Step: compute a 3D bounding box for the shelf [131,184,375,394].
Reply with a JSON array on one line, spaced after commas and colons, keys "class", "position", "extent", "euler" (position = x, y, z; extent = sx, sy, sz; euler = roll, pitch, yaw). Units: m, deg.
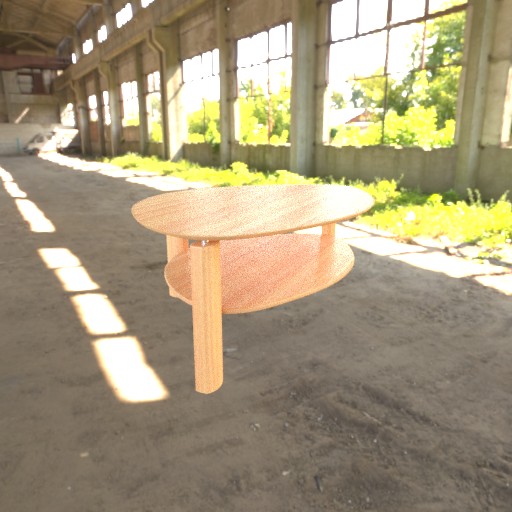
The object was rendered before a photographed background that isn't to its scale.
[{"class": "shelf", "position": [0.000, 0.000, 1.718], "extent": [0.845, 0.440, 1.246], "euler": [7, 17, 24]}]
